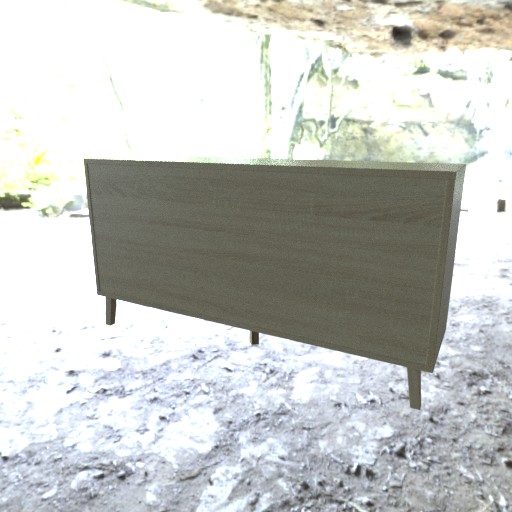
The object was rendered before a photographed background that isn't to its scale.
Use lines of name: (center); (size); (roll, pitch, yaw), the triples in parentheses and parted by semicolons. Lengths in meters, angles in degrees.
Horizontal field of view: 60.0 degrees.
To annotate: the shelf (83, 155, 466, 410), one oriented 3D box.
shelf: (0.000, 0.000, 1.852); (1.490, 0.780, 0.400); (8, 17, 27)
